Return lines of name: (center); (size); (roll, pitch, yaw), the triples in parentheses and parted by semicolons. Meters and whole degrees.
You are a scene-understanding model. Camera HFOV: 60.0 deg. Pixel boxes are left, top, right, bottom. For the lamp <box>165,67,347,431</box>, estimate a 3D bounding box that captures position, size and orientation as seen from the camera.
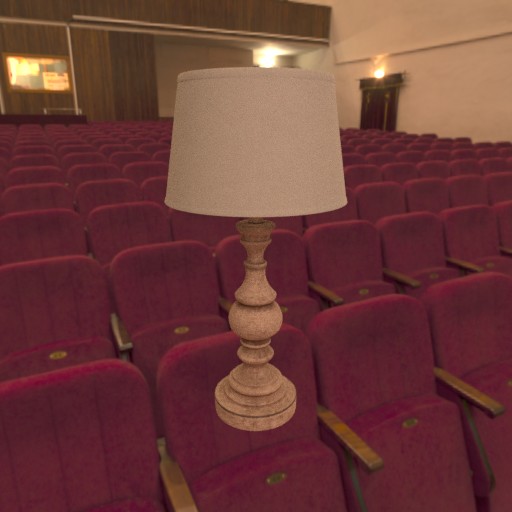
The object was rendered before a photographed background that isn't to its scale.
lamp: (0.000, 0.000, 0.872); (0.340, 0.678, 0.340); (0, 17, 0)
